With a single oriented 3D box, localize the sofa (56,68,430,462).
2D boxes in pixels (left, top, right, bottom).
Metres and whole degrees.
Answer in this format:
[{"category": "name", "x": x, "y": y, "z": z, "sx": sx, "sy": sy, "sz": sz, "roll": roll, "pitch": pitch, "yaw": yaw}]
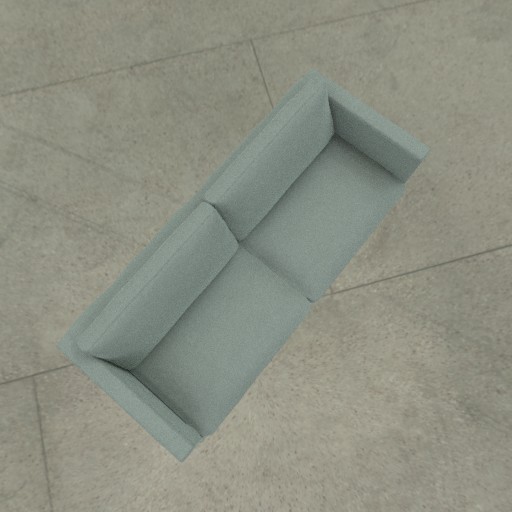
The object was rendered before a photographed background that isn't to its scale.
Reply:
[{"category": "sofa", "x": 0.000, "y": 0.000, "z": 2.812, "sx": 0.962, "sy": 0.853, "sz": 2.312, "roll": 38, "pitch": 78, "yaw": 10}]
